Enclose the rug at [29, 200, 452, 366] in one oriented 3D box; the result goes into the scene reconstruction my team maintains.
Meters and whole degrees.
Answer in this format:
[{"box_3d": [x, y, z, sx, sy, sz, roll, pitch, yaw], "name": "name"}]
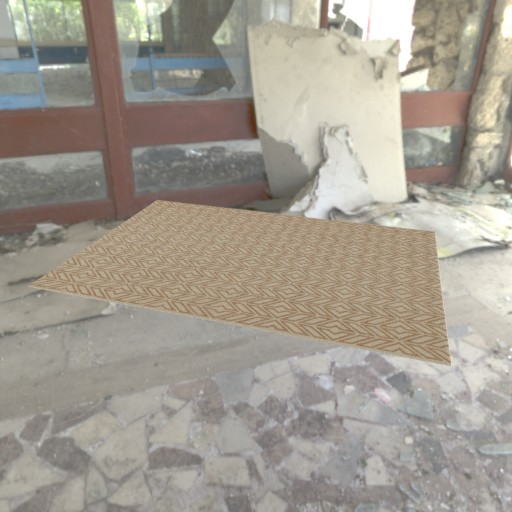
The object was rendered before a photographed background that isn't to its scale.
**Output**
[{"box_3d": [0.000, 0.000, 2.326, 1.828, 0.007, 1.220, 8, 28, 15], "name": "rug"}]
